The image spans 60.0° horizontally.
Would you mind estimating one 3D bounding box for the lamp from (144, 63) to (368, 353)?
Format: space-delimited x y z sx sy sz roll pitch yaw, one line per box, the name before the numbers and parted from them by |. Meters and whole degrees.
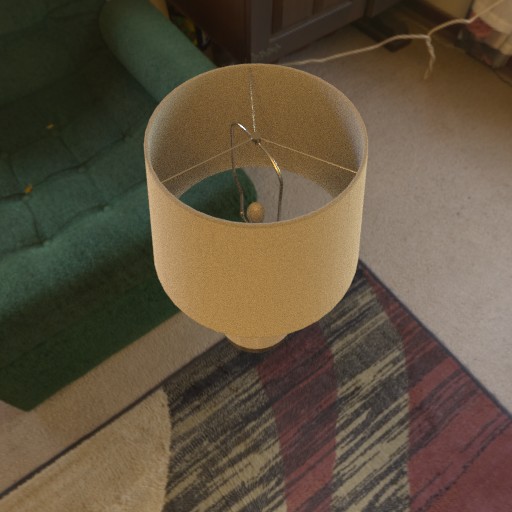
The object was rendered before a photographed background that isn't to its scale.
lamp | 0.000 0.000 0.657 0.285 0.483 0.285 0 59 0
